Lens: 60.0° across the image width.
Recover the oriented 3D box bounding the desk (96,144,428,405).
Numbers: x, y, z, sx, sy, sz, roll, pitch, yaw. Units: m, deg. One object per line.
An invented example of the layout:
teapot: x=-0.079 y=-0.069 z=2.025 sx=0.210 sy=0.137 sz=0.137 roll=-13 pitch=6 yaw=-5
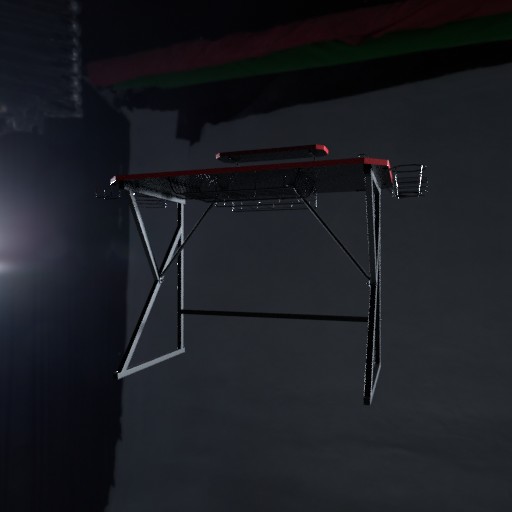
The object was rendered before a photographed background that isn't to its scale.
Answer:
desk: x=0.000 y=0.000 z=1.757 sx=1.280 sy=0.913 sz=0.588 roll=0 pitch=-1 yaw=19
